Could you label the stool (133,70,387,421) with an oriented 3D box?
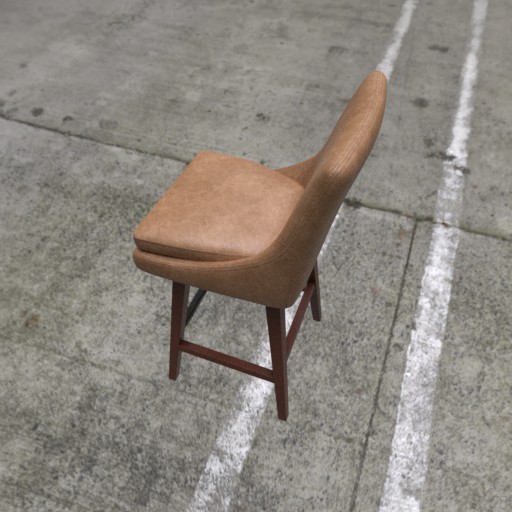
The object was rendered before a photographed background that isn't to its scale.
[{"bbox_3d":[0.000,0.000,1.393,0.572,1.079,0.487,15,48,14],"label":"stool"}]
